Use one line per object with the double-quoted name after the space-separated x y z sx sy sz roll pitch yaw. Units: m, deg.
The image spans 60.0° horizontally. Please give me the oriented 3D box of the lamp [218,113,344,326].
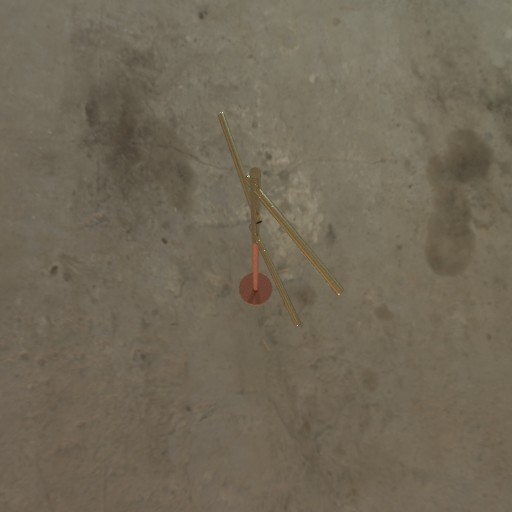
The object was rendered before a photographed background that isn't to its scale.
0.000 0.000 1.967 0.209 1.704 0.737 -31 78 -8 "lamp"
